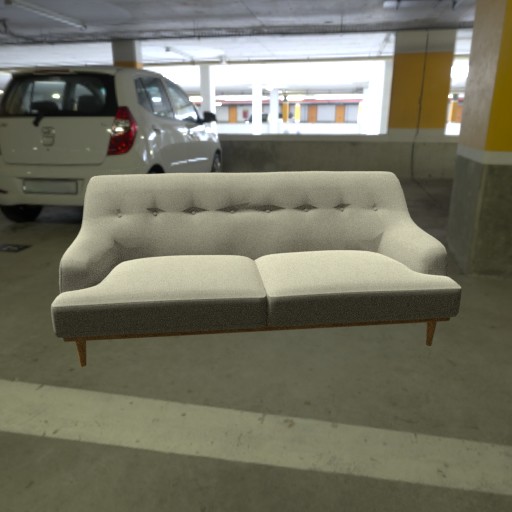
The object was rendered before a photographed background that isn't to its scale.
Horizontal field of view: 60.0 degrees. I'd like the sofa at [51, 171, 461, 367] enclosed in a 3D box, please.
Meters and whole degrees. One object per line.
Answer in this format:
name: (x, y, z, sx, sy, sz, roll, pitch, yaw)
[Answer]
sofa: (0.000, 0.000, 2.590, 2.057, 0.871, 0.978, -2, 17, -6)
